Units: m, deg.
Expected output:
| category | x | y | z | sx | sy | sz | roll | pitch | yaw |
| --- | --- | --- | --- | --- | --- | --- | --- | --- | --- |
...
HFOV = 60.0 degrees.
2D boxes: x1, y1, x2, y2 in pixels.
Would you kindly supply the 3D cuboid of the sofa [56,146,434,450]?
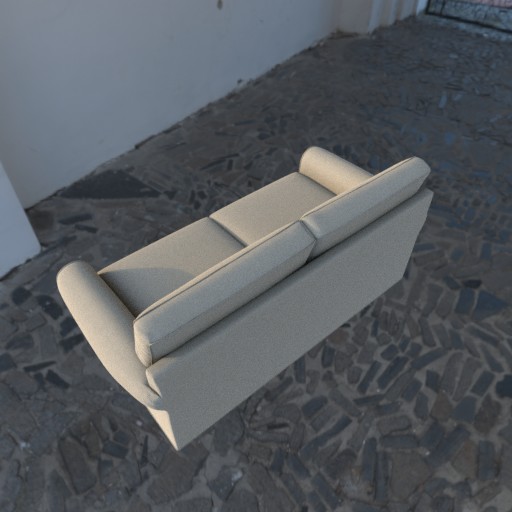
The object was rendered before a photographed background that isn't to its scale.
| category | x | y | z | sx | sy | sz | roll | pitch | yaw |
| --- | --- | --- | --- | --- | --- | --- | --- | --- | --- |
| sofa | 0.000 | 0.000 | 2.456 | 1.930 | 0.952 | 0.940 | -31 | 53 | -27 |
